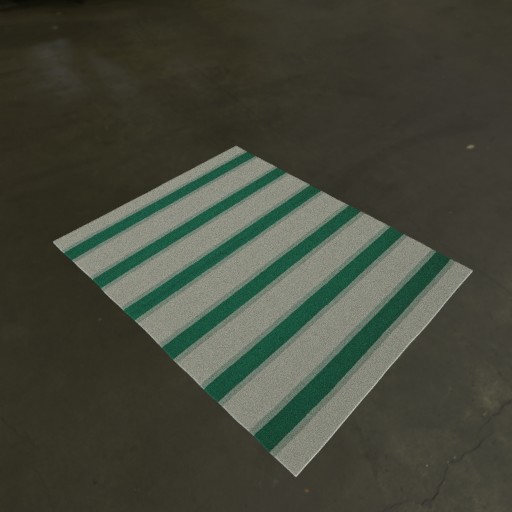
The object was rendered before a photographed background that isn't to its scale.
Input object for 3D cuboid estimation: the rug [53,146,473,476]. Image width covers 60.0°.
[{"bbox_3d":[0.000,0.000,4.085,3.041,0.019,2.434,34,54,30],"label":"rug"}]
